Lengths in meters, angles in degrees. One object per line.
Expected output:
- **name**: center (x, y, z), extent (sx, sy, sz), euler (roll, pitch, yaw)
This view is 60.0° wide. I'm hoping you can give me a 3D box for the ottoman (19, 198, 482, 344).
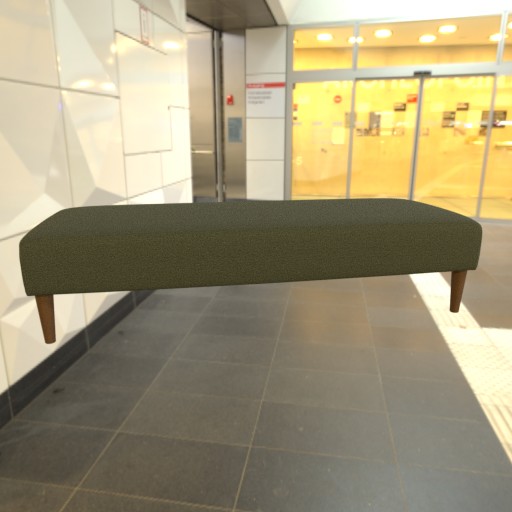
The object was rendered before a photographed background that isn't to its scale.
- **ottoman**: center (0.000, 0.000, 1.824), extent (1.609, 0.393, 0.646), euler (-3, 16, -10)
